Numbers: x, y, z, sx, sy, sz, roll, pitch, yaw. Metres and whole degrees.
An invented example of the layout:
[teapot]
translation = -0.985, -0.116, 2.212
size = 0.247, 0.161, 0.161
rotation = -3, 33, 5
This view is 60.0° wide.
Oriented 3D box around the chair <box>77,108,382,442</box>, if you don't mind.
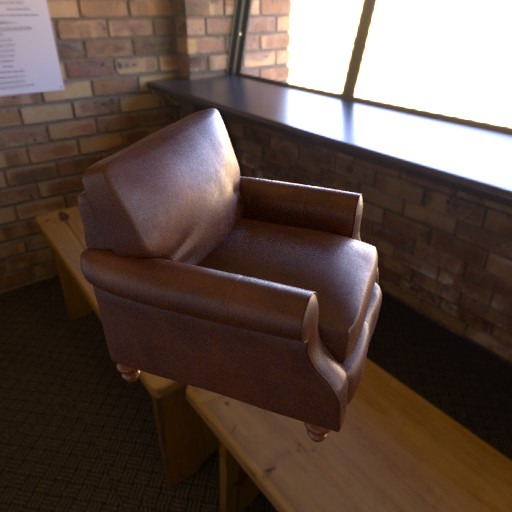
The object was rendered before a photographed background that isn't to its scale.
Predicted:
[chair]
translation = 0.000, 0.000, 1.773
size = 0.992, 0.972, 0.989
rotation = 11, 32, 18
